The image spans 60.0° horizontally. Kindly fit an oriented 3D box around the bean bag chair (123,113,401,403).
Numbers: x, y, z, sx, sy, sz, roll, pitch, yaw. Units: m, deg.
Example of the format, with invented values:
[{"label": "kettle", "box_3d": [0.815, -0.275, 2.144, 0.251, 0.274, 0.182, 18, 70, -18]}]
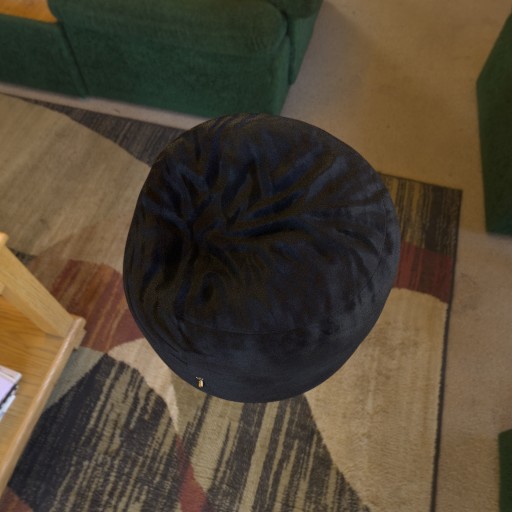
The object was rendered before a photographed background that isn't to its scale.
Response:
[{"label": "bean bag chair", "box_3d": [0.000, 0.000, 1.543, 0.918, 0.616, 0.918, 0, 60, 0]}]
